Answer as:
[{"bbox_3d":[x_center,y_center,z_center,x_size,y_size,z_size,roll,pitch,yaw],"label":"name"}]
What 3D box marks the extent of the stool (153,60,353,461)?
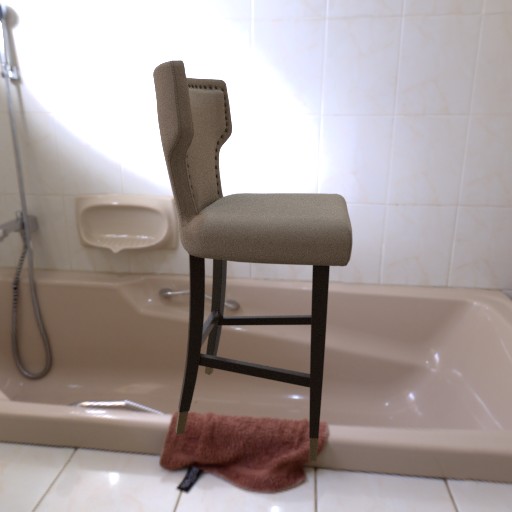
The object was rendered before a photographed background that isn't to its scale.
[{"bbox_3d":[0.000,0.000,1.403,0.563,1.092,0.526,3,16,9],"label":"stool"}]
